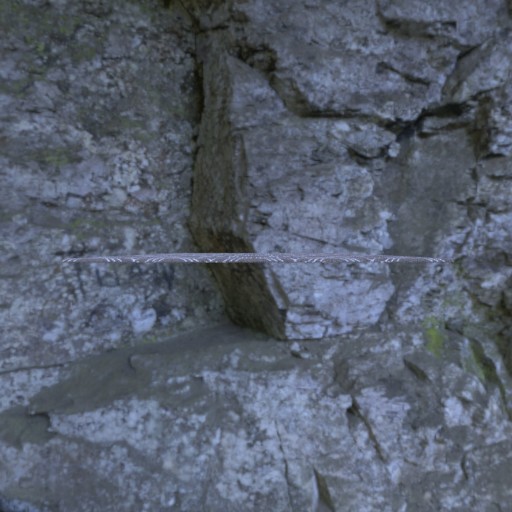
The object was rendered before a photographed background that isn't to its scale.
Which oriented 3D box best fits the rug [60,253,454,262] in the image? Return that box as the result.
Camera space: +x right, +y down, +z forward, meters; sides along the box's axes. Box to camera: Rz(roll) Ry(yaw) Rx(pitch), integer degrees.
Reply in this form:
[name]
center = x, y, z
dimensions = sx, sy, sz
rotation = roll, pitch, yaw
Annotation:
[rug]
center = 0.000, 0.000, 2.299
dimensions = 1.239, 0.012, 1.836
rotation = 0, 1, 0
